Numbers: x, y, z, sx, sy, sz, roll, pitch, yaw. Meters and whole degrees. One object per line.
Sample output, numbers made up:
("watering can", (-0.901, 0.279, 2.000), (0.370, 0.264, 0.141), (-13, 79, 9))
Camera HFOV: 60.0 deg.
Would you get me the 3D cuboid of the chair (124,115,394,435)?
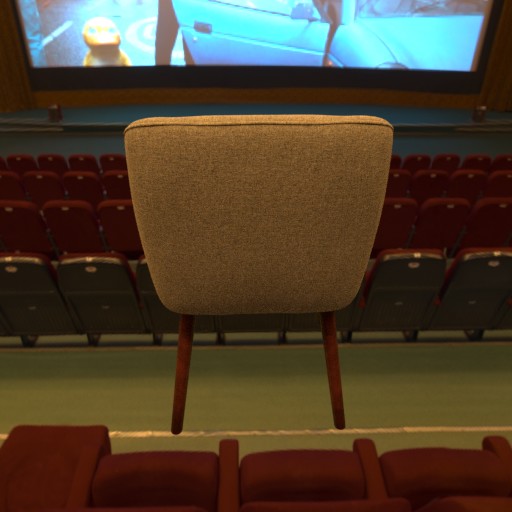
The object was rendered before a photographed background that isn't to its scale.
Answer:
("chair", (0.000, 0.000, 1.139), (0.543, 0.803, 0.519), (-1, 30, -2))
